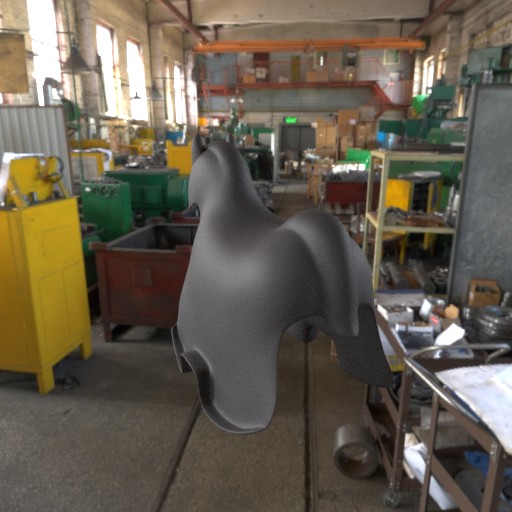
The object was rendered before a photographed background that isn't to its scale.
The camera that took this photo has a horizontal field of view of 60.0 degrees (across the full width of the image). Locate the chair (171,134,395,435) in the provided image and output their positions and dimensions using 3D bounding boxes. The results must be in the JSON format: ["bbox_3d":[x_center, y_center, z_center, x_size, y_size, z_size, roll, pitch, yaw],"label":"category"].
[{"bbox_3d":[0.000,0.000,1.149,0.429,0.612,0.800,-8,17,-26],"label":"chair"}]
